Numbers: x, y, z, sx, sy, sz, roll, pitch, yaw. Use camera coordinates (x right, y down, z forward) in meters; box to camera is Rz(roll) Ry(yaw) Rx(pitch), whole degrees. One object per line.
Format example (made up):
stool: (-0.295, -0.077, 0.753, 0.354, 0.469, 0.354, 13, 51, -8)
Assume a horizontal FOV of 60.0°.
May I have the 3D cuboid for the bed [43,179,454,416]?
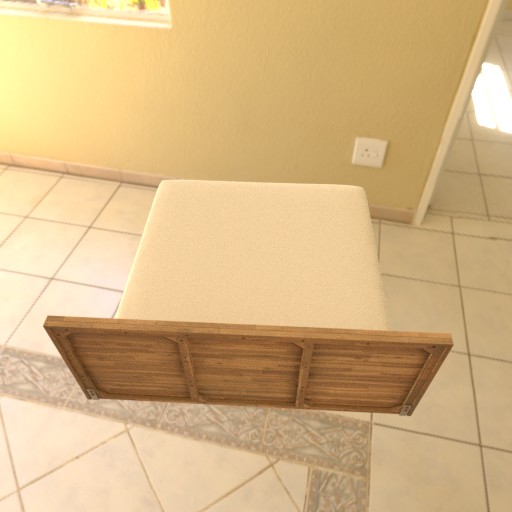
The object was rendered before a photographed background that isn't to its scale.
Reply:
bed: (0.000, 0.000, 3.411, 2.116, 1.100, 2.167, 2, 47, 2)
